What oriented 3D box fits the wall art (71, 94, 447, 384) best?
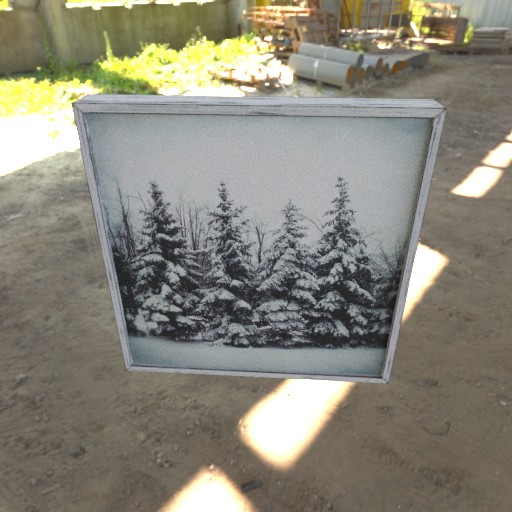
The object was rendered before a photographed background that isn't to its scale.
[{"bbox_3d":[0.000,0.000,0.450,0.303,0.303,0.036,2,31,3],"label":"wall art"}]
